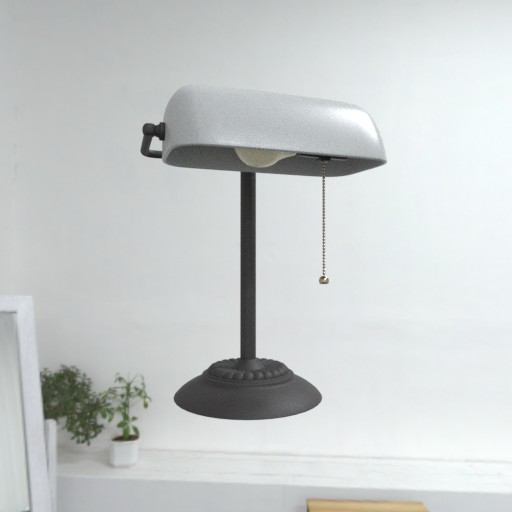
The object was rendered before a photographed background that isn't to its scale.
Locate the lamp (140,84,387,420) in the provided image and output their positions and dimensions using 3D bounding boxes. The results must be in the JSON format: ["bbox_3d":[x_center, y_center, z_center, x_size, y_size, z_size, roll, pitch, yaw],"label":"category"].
[{"bbox_3d":[0.000,0.000,0.515,0.264,0.339,0.243,0,-1,-18],"label":"lamp"}]
